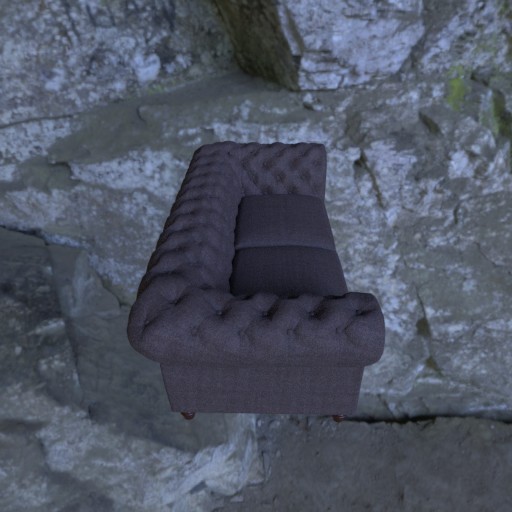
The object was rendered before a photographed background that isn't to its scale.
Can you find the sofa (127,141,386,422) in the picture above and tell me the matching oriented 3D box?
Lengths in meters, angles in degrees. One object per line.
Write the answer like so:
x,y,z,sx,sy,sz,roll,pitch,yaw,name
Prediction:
0.000,0.000,2.528,0.944,0.780,2.048,1,32,1,sofa
